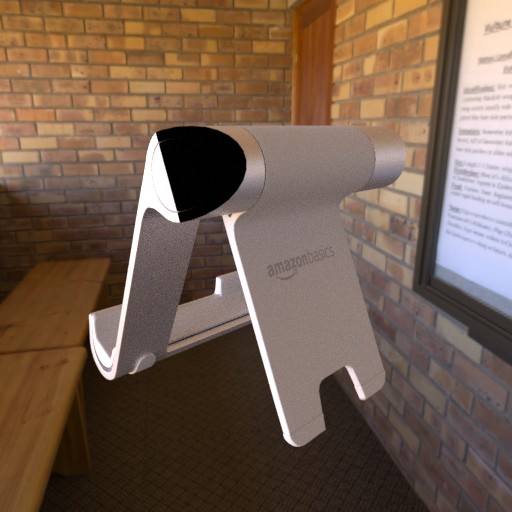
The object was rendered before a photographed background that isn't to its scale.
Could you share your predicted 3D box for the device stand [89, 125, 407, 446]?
[{"bbox_3d":[0.000,0.000,0.148,0.086,0.084,0.079,-15,22,-42],"label":"device stand"}]
